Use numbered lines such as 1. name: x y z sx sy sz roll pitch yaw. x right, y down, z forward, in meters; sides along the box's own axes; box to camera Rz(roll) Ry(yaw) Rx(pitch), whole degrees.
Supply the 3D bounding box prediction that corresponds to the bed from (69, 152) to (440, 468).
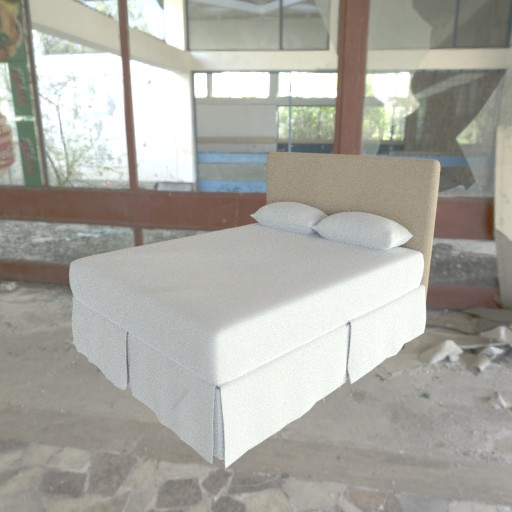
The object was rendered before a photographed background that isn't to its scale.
1. bed: 0.000 0.000 3.135 2.142 1.330 1.723 -15 22 -42
